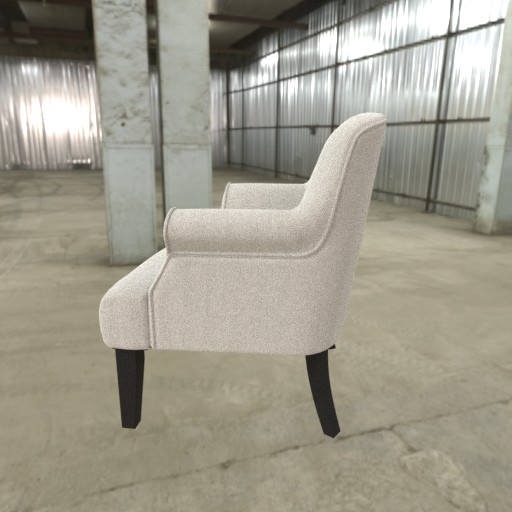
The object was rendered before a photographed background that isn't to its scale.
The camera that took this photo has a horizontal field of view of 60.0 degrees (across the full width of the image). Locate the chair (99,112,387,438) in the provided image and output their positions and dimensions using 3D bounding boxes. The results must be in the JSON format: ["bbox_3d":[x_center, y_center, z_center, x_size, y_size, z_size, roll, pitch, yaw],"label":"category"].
[{"bbox_3d":[0.000,0.000,1.443,0.750,0.875,0.781,2,15,8],"label":"chair"}]
